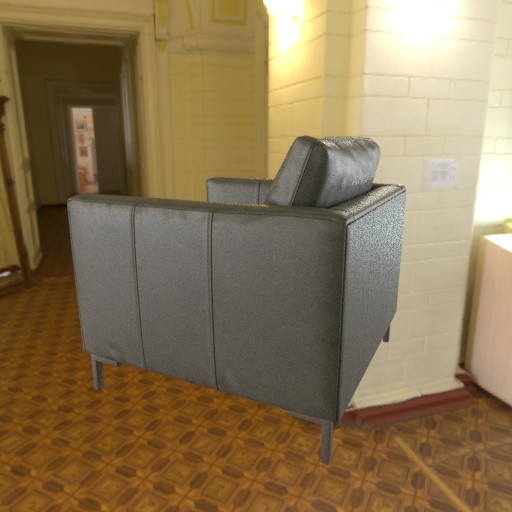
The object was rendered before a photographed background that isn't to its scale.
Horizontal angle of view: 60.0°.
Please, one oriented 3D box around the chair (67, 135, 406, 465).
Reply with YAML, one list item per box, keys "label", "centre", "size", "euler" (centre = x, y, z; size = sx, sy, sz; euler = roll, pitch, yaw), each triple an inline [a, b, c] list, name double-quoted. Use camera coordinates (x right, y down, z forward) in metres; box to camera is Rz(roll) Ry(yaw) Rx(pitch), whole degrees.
- label: "chair"
  centre: [0.000, 0.000, 1.510]
  size: [0.861, 0.824, 0.967]
  euler: [7, 16, 26]
